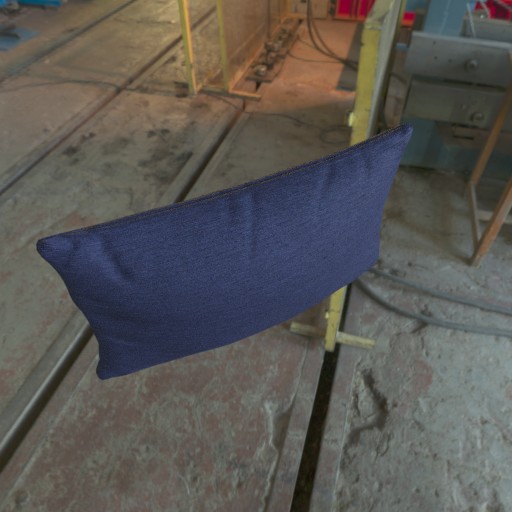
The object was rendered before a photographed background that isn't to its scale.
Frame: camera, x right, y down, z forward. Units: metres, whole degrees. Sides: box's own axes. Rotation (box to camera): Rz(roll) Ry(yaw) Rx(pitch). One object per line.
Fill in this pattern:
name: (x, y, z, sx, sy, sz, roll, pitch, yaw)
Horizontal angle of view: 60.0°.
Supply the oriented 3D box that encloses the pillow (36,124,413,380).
pillow: (0.000, 0.000, 0.777, 0.633, 0.338, 0.210, -21, 49, -20)
